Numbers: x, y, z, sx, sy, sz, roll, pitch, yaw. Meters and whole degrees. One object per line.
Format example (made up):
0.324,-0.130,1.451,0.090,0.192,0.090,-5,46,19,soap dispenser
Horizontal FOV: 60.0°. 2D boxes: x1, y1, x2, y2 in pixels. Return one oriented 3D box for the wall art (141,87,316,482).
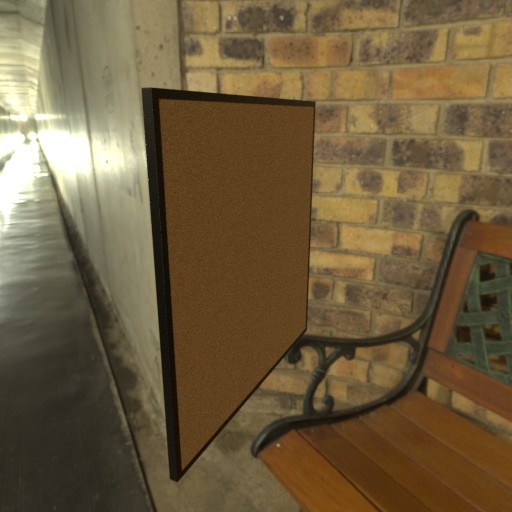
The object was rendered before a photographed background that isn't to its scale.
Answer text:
0.000,0.000,0.677,0.012,0.458,0.457,9,19,25,wall art
